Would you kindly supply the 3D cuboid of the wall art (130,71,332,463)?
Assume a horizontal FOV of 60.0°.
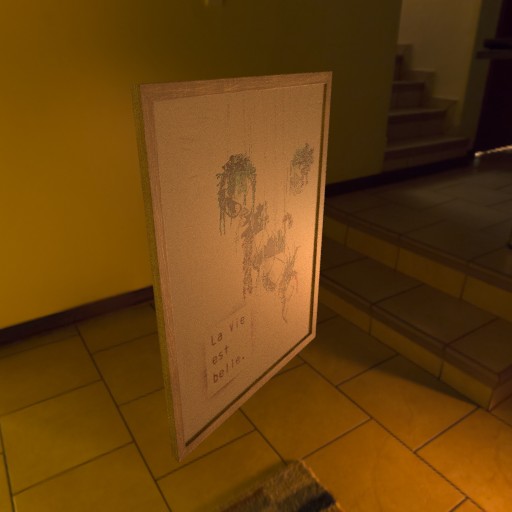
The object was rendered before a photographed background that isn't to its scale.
[{"bbox_3d":[0.000,0.000,1.358,0.035,1.022,0.781,17,30,33],"label":"wall art"}]
